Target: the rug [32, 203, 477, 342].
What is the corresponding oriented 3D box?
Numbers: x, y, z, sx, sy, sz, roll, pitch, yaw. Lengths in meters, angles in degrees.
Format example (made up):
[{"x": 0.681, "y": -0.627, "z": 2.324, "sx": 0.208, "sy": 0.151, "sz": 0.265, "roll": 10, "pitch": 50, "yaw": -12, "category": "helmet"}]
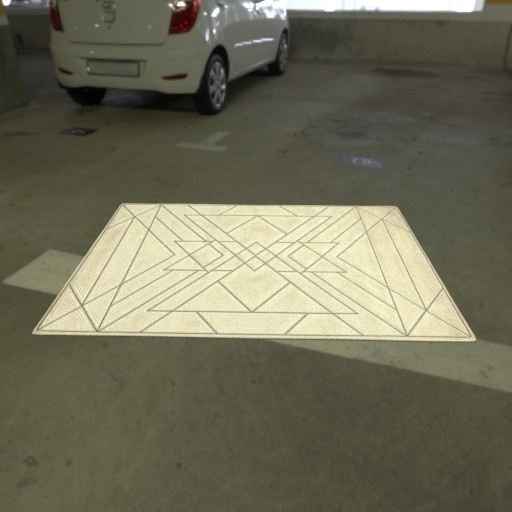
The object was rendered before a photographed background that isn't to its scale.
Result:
[{"x": 0.000, "y": 0.000, "z": 4.394, "sx": 3.381, "sy": 0.026, "sz": 2.436, "roll": 1, "pitch": 31, "yaw": 1, "category": "rug"}]
